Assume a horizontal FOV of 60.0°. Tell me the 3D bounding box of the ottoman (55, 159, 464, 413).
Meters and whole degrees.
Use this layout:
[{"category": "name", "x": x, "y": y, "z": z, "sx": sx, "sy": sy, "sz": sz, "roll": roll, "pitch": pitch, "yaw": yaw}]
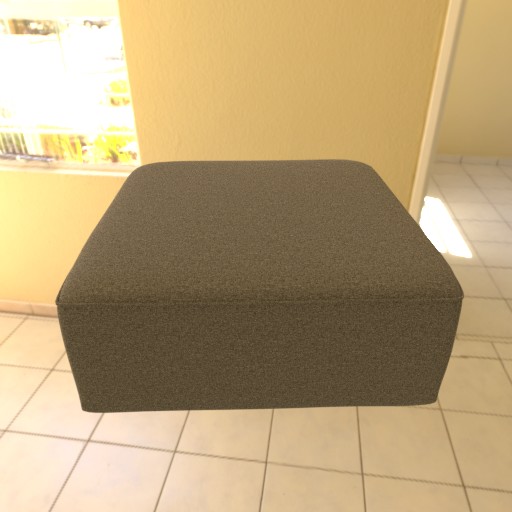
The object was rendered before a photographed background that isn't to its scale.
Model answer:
[{"category": "ottoman", "x": 0.000, "y": 0.000, "z": 1.565, "sx": 1.005, "sy": 0.464, "sz": 1.015, "roll": -1, "pitch": 30, "yaw": -2}]
